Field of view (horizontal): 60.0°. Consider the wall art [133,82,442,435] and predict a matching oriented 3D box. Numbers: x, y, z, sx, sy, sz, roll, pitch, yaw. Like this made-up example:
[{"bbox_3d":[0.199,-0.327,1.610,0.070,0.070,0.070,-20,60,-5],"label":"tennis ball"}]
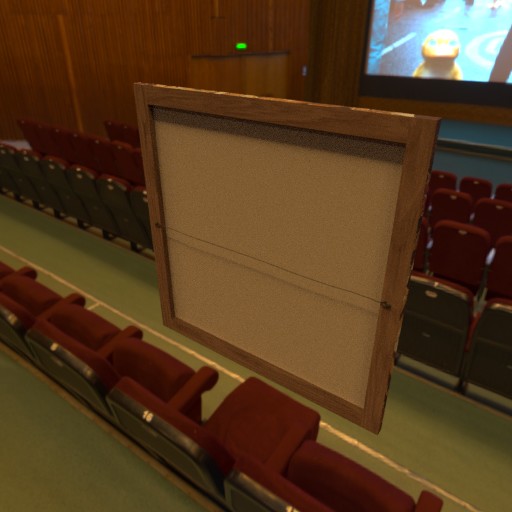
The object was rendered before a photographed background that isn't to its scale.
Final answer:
[{"bbox_3d":[0.000,0.000,1.116,0.757,0.762,0.028,19,34,31],"label":"wall art"}]
